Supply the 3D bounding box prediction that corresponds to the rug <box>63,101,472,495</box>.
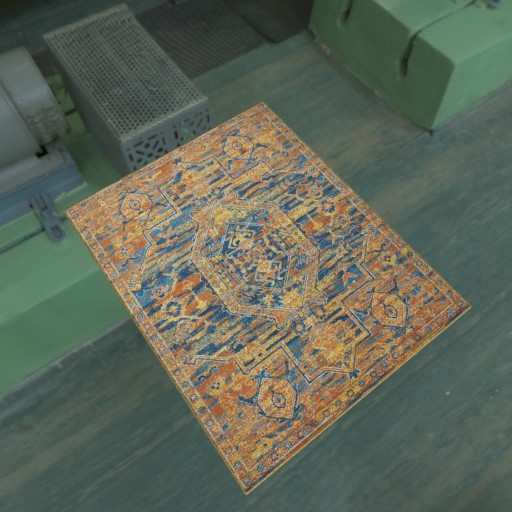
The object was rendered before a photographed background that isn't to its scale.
[{"bbox_3d":[0.000,0.000,4.087,2.435,0.031,3.040,-33,68,-16],"label":"rug"}]
